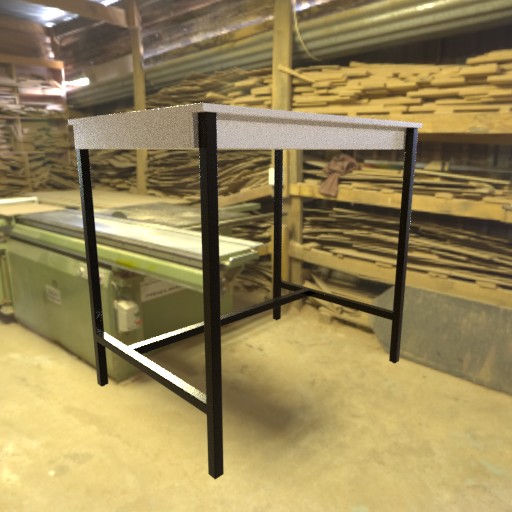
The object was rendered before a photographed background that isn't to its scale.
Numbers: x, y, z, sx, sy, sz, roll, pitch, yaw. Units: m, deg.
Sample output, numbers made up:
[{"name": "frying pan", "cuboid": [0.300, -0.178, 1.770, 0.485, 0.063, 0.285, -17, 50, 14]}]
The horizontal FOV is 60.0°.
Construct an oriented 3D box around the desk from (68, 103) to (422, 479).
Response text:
[{"name": "desk", "cuboid": [0.000, 0.000, 1.318, 0.811, 0.766, 0.573, -13, 18, -43]}]
